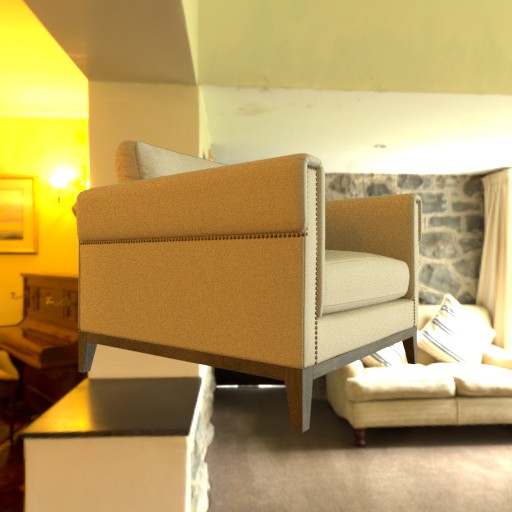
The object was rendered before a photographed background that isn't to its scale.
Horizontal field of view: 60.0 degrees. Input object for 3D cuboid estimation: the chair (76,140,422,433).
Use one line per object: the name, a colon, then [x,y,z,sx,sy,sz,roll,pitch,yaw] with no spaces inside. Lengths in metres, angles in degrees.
chair: [0.000,0.000,1.663,0.959,0.838,0.914,0,-1,37]
